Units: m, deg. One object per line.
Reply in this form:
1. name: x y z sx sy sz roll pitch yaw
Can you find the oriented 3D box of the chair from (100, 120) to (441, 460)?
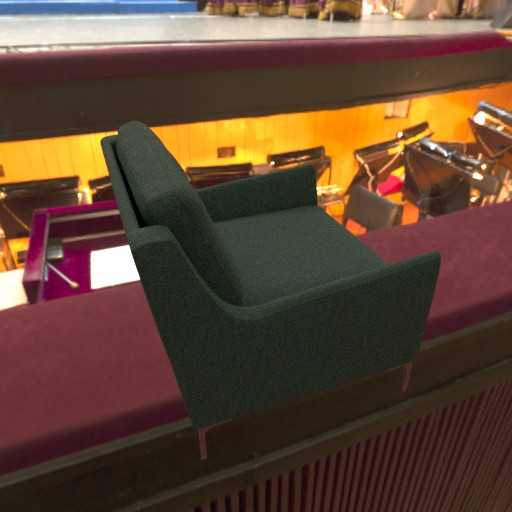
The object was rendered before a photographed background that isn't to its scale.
1. chair: 0.000 0.000 1.516 0.849 0.828 0.847 -11 33 -18
